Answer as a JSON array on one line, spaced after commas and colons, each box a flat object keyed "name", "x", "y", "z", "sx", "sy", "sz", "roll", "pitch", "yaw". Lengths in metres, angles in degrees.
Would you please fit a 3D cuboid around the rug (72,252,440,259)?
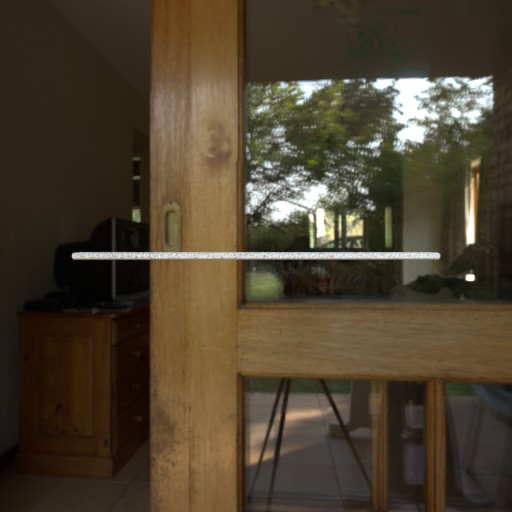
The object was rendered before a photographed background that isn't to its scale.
[{"name": "rug", "x": 0.000, "y": 0.000, "z": 3.035, "sx": 1.524, "sy": 0.030, "sz": 2.438, "roll": 0, "pitch": 0, "yaw": 0}]
